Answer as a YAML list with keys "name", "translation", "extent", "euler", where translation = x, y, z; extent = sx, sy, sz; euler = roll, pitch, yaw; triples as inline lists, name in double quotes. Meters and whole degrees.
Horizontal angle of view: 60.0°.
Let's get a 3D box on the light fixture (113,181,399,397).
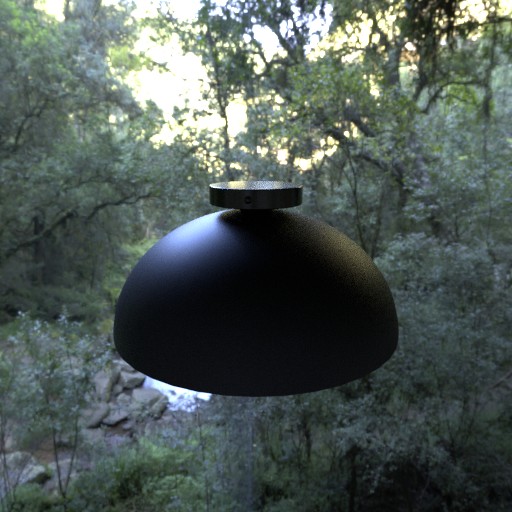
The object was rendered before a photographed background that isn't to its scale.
- name: "light fixture"
  translation: [0.000, 0.000, 0.556]
  extent: [0.355, 0.177, 0.355]
  euler: [0, 14, 0]
